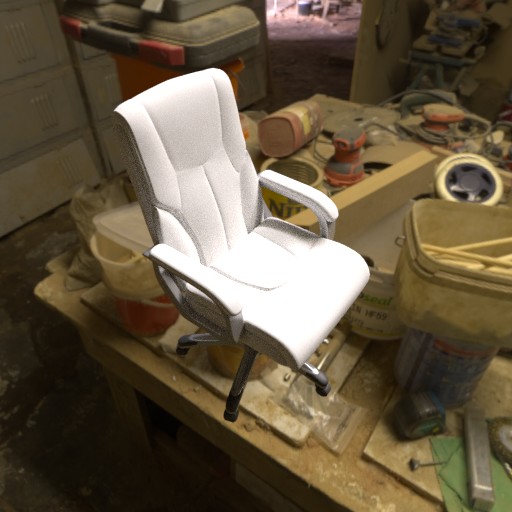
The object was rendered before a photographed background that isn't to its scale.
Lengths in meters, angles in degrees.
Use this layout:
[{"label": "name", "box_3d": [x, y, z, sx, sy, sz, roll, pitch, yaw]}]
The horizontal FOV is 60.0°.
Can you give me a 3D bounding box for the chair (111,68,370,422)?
[{"label": "chair", "box_3d": [0.000, 0.000, 1.615, 0.738, 1.120, 0.687, 25, 46, 27]}]
